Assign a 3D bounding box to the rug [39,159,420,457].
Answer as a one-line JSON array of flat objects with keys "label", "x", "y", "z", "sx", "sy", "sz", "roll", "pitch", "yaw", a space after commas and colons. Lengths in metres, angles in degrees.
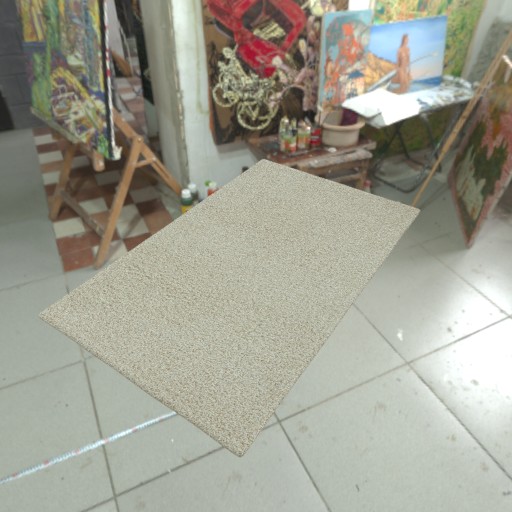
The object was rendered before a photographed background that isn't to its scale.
[{"label": "rug", "x": 0.000, "y": 0.000, "z": 3.113, "sx": 1.524, "sy": 0.030, "sz": 2.438, "roll": 24, "pitch": 45, "yaw": 26}]
